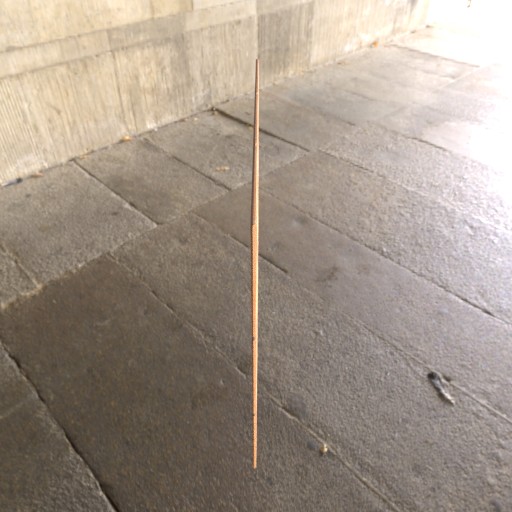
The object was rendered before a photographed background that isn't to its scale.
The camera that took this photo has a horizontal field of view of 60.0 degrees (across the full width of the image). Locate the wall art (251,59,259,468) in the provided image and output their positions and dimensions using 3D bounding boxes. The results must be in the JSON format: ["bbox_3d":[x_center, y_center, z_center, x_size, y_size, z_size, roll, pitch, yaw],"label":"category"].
[{"bbox_3d":[0.000,0.000,1.862,0.013,1.218,1.216,0,40,0],"label":"wall art"}]
